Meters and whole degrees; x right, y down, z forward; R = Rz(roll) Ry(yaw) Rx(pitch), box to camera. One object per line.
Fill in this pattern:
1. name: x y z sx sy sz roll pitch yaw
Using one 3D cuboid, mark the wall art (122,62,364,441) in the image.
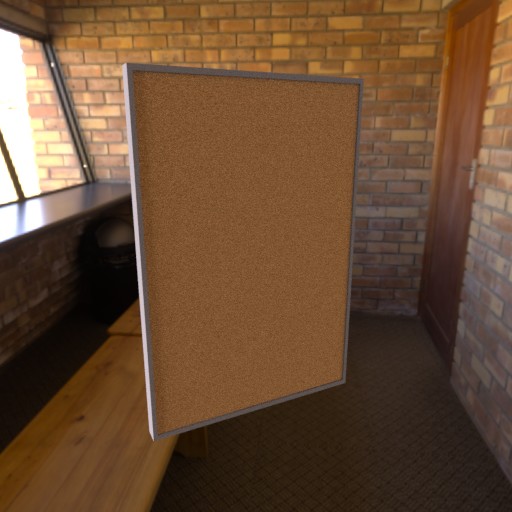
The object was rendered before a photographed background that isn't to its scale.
1. wall art: 0.000 0.000 0.978 0.511 0.753 0.039 -8 17 -26
